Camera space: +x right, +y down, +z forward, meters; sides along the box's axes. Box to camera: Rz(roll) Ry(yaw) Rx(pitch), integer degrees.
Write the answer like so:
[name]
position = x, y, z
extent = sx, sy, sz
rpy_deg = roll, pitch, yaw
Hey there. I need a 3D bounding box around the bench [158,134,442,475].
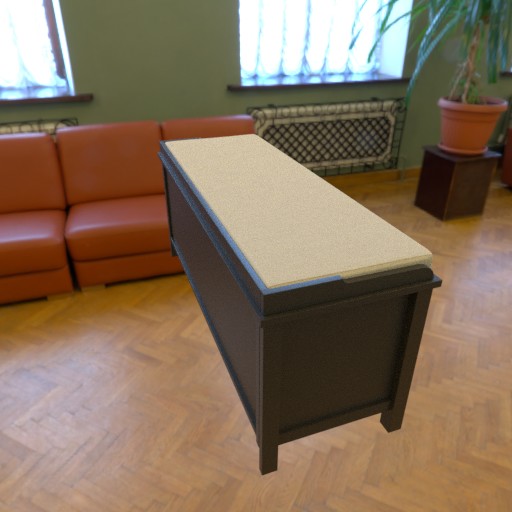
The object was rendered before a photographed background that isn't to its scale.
[bench]
position = 0.000, 0.000, 1.415
extent = 0.398, 0.501, 1.140
rpy_deg = -10, 30, -17
